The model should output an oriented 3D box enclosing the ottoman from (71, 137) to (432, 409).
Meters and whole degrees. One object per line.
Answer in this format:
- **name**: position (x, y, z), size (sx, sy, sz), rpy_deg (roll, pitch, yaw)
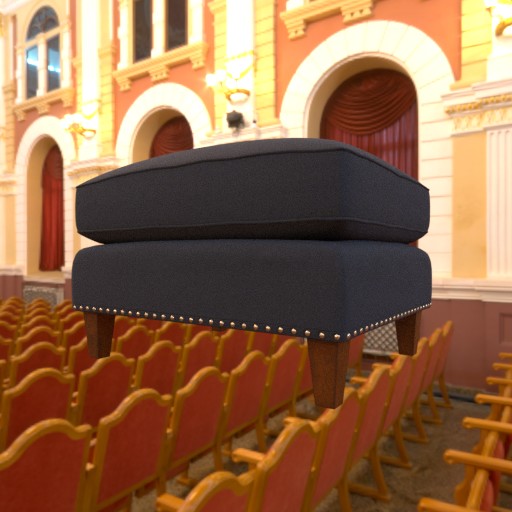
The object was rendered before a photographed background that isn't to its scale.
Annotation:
- **ottoman**: position (0.000, 0.000, 1.141), size (0.741, 0.513, 0.584), rpy_deg (0, 0, 35)
